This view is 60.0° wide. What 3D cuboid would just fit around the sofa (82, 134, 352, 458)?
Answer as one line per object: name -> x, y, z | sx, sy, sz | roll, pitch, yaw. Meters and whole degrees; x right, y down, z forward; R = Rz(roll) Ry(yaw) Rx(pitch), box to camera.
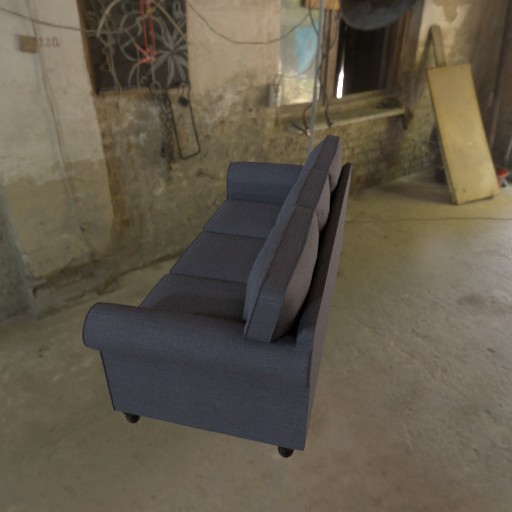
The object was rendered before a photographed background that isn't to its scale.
sofa -> 0.000, 0.000, 2.566 | 0.909, 0.966, 2.084 | 7, 31, 12
